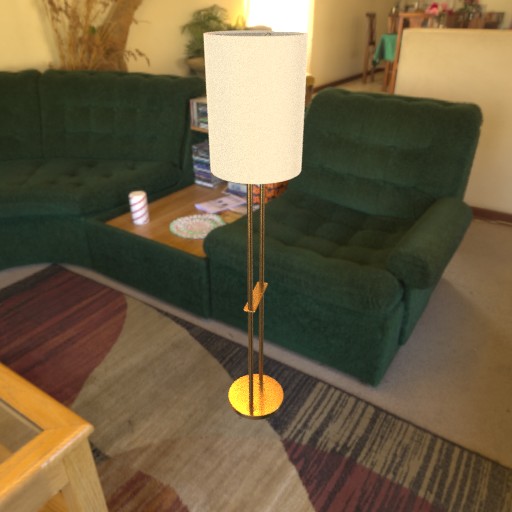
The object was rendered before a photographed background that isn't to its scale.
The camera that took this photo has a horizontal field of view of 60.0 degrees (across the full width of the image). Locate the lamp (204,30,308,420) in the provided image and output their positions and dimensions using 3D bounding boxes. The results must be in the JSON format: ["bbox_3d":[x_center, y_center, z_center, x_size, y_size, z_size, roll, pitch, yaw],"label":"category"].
[{"bbox_3d":[0.000,0.000,1.667,0.305,1.500,0.306,8,31,13],"label":"lamp"}]
